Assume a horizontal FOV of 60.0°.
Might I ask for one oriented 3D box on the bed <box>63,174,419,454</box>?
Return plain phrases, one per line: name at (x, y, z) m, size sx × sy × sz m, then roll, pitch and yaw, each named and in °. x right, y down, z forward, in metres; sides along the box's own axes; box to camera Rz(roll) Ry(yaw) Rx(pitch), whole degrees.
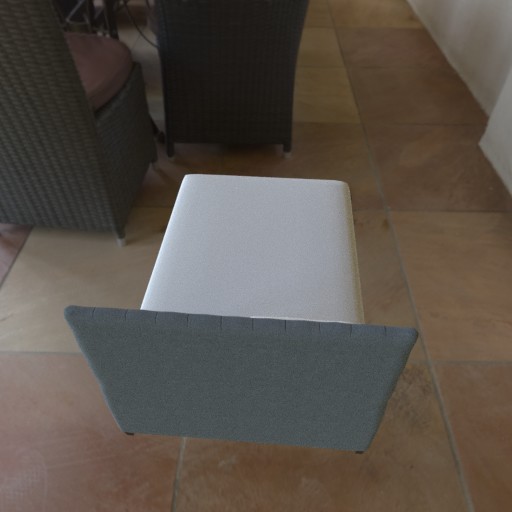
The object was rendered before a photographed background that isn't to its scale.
bed at (0.000, 0.000, 3.361) m, size 1.698 × 1.411 × 2.335 m, roll 3°, pitch 46°, yaw 3°
